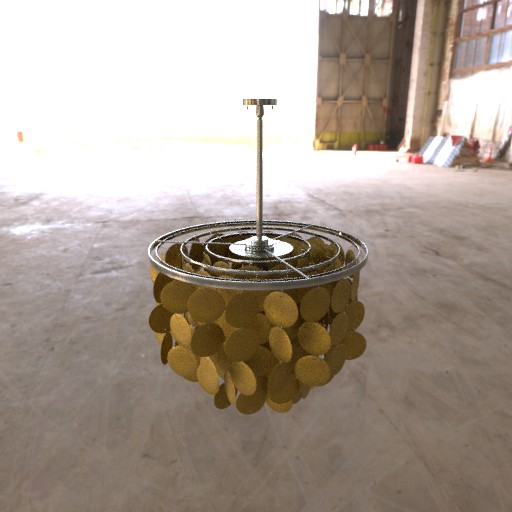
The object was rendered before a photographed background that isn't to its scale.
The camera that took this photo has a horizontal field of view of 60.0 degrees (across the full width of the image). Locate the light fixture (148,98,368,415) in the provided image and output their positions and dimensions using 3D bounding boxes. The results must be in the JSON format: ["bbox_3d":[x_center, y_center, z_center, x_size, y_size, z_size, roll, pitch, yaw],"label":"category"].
[{"bbox_3d":[0.000,0.000,0.736,0.368,0.492,0.368,0,18,0],"label":"light fixture"}]
